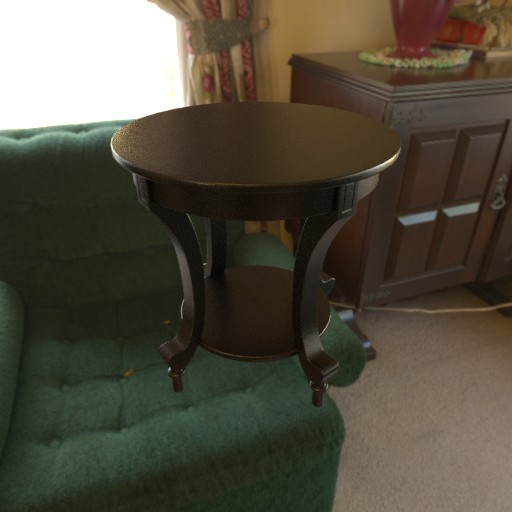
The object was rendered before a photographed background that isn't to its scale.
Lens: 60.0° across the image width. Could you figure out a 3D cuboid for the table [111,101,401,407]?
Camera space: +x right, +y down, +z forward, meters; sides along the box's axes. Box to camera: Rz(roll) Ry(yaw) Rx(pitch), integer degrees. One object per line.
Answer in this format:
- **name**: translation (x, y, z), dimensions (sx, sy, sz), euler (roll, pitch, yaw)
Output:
- **table**: translation (0.000, 0.000, 1.103), dimensions (0.597, 0.618, 0.597), euler (0, 31, 0)
